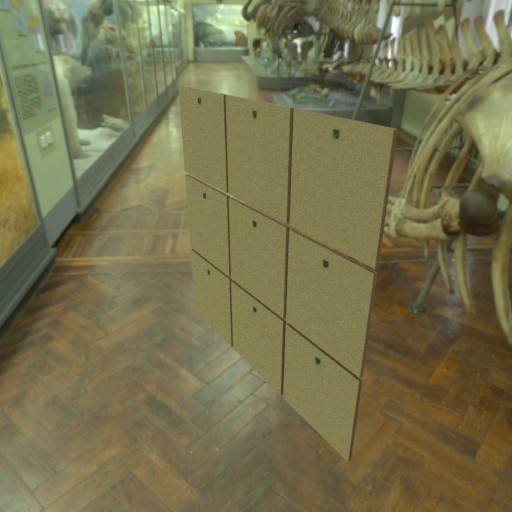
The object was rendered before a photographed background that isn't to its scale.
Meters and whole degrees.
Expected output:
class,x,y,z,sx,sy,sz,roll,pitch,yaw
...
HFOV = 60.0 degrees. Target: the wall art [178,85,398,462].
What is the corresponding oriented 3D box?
class,x,y,z,sx,sy,sz,roll,pitch,yaw
wall art,0.000,0.000,1.830,0.024,1.218,1.221,-17,32,-30
